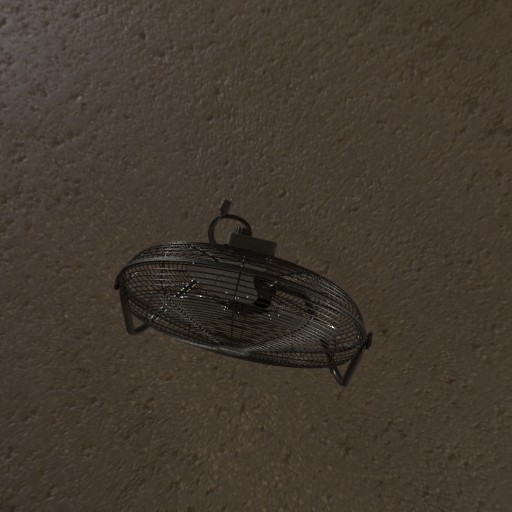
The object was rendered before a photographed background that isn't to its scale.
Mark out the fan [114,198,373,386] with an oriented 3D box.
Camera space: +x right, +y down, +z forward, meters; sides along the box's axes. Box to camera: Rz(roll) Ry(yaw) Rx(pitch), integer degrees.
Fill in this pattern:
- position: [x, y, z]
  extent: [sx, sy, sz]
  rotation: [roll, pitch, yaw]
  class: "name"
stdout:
- position: [0.000, 0.000, 1.018]
  extent: [0.595, 0.605, 0.470]
  rotation: [13, 76, 3]
  class: "fan"
